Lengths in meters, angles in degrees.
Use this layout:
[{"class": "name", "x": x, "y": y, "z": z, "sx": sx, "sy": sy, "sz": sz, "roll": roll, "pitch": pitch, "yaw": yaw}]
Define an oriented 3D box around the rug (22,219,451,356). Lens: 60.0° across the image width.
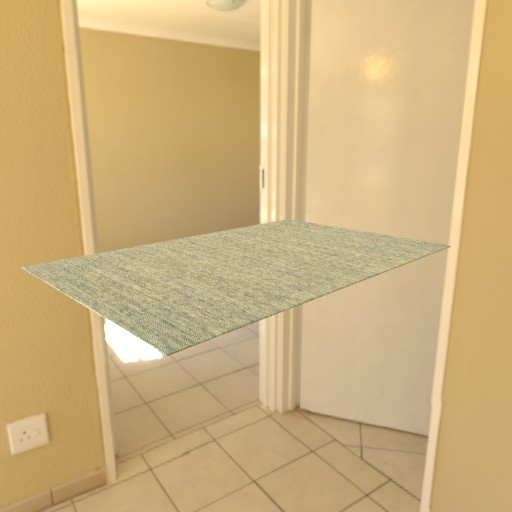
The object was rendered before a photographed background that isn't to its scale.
[{"class": "rug", "x": 0.000, "y": 0.000, "z": 2.137, "sx": 1.752, "sy": 0.006, "sz": 1.142, "roll": -14, "pitch": 20, "yaw": -42}]
